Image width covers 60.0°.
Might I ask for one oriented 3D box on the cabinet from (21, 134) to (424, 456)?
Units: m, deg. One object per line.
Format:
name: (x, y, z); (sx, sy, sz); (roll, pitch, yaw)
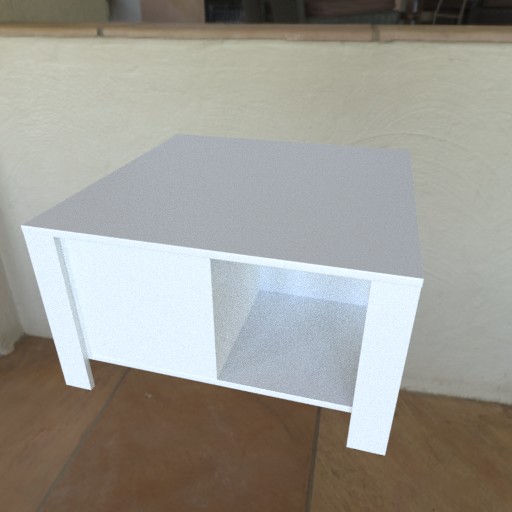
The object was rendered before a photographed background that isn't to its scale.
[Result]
cabinet: (0.000, 0.000, 1.281); (0.800, 0.460, 0.800); (8, 30, 13)
